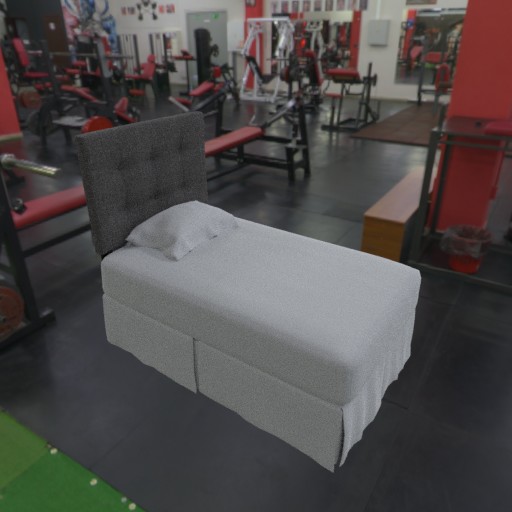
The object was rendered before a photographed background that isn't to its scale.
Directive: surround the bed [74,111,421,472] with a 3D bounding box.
[{"bbox_3d":[0.000,0.000,2.996,1.997,1.571,1.261,18,32,31],"label":"bed"}]
